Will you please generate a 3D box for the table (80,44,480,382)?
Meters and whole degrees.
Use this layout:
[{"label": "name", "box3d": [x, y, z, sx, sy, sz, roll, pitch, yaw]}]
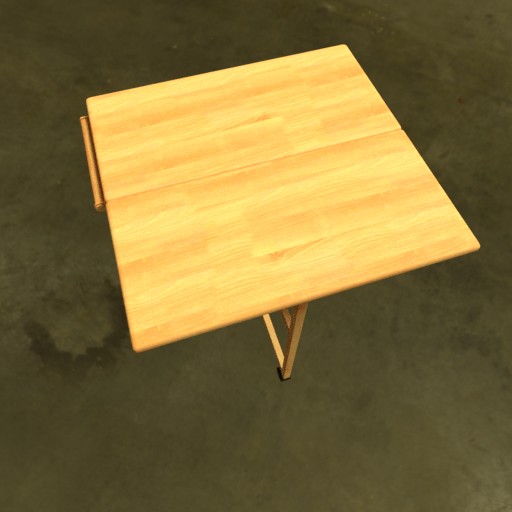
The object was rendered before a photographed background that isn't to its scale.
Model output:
[{"label": "table", "box3d": [0.000, 0.000, 1.373, 0.752, 0.832, 0.693, -16, 61, -9]}]
